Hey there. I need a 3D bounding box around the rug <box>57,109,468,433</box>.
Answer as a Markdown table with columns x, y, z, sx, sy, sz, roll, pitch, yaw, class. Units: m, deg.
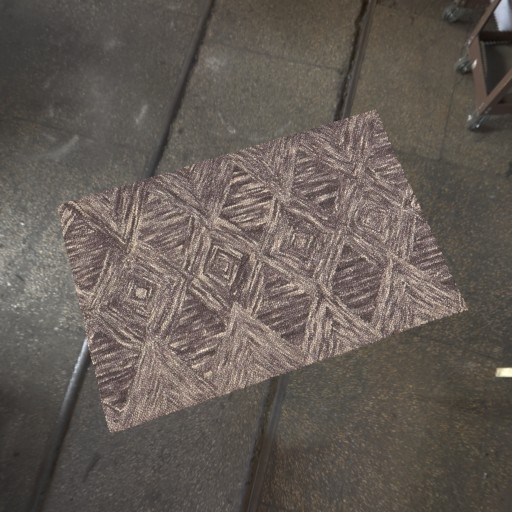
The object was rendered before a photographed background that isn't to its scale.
| x | y | z | sx | sy | sz | roll | pitch | yaw | class |
| --- | --- | --- | --- | --- | --- | --- | --- | --- | --- |
| 0.000 | 0.000 | 2.253 | 1.814 | 0.012 | 1.186 | -18 | 75 | -5 | rug |
